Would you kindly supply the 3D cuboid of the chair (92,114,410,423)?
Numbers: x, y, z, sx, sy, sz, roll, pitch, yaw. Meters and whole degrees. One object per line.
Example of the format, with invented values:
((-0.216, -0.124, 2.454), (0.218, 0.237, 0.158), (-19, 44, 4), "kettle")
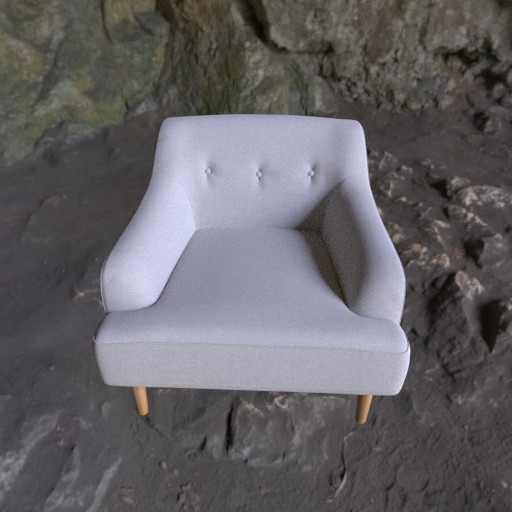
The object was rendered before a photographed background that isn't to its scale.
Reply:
((0.000, 0.000, 1.642), (0.946, 0.818, 0.951), (1, 31, 2), "chair")
